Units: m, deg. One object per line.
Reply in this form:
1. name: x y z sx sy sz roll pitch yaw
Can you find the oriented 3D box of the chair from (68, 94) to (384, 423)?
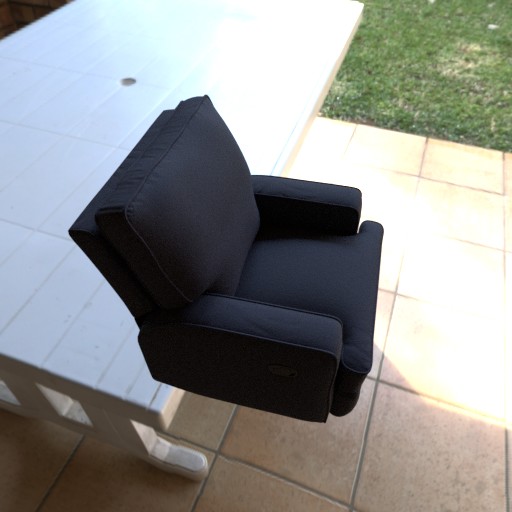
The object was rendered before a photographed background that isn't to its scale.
1. chair: 0.000 0.000 1.723 0.964 0.962 0.861 11 48 10
